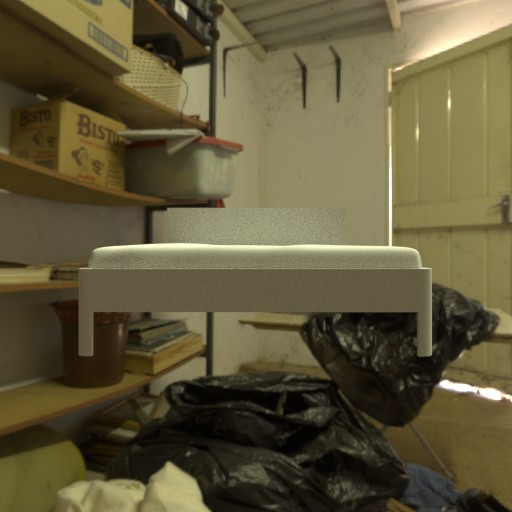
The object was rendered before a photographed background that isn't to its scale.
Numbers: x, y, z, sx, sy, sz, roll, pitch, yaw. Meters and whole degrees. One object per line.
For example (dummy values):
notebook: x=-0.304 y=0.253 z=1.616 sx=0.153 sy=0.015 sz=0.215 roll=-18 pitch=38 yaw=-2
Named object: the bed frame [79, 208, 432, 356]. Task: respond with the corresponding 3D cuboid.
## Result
bed frame: x=0.000 y=0.000 z=2.741 sx=1.490 sy=0.800 sz=1.950 roll=0 pitch=0 yaw=0
